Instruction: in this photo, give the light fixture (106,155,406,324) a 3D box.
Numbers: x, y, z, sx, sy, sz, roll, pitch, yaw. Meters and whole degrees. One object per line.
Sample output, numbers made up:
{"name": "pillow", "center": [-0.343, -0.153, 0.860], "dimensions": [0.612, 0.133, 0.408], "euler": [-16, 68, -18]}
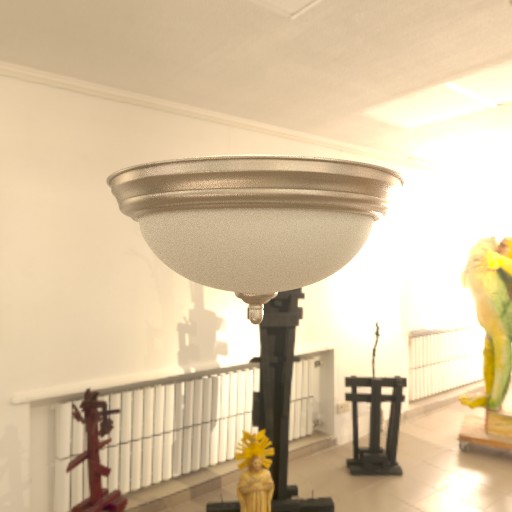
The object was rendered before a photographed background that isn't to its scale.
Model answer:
{"name": "light fixture", "center": [0.000, 0.000, 0.436], "dimensions": [0.280, 0.135, 0.280], "euler": [0, 0, 0]}
